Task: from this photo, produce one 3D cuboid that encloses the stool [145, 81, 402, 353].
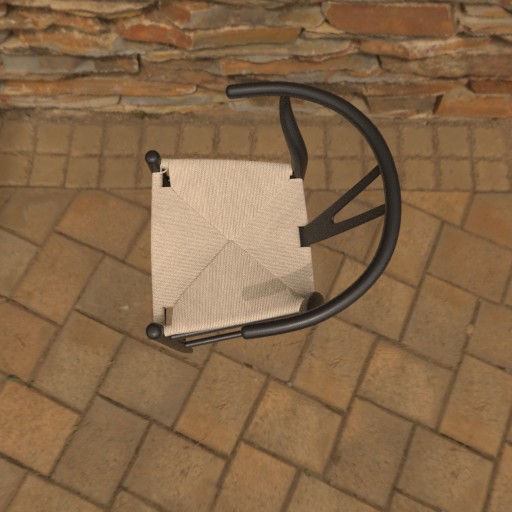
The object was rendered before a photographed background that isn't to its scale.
[{"bbox_3d":[0.000,0.000,1.341,0.579,0.970,0.569,-4,74,-1],"label":"stool"}]
